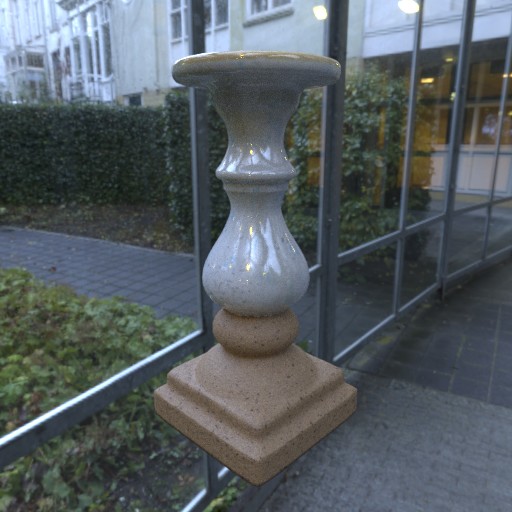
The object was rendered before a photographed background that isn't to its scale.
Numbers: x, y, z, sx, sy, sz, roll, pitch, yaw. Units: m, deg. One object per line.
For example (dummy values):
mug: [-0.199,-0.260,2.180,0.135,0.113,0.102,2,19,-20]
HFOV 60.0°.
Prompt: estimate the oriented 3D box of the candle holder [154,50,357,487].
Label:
candle holder: [0.000,0.000,0.299,0.110,0.239,0.110,14,20,42]
